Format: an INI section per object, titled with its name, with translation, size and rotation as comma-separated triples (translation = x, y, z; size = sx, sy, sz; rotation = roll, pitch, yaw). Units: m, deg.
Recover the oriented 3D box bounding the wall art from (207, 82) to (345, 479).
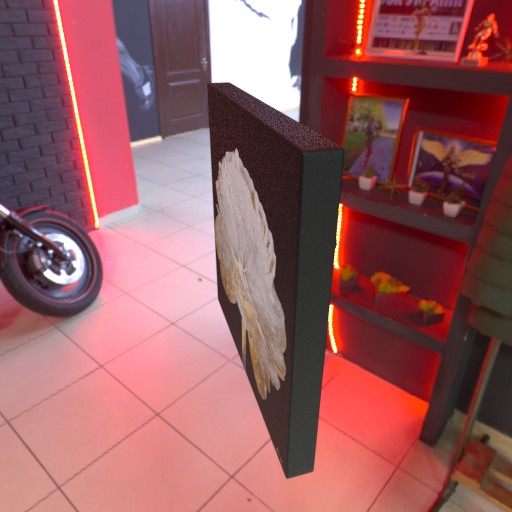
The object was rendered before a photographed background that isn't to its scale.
[wall art]
translation = 0.000, 0.000, 0.620
size = 0.041, 0.407, 0.406
rotation = -8, 30, -14
